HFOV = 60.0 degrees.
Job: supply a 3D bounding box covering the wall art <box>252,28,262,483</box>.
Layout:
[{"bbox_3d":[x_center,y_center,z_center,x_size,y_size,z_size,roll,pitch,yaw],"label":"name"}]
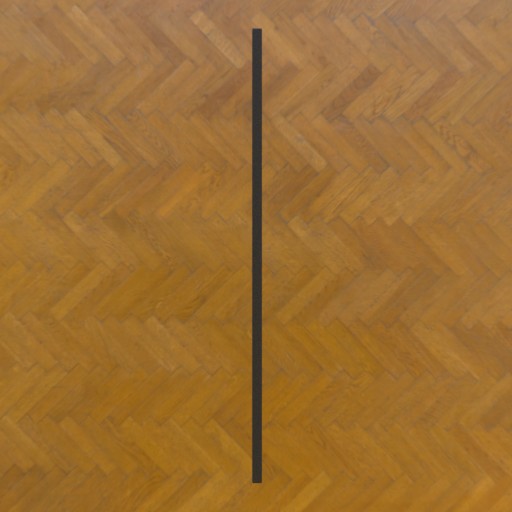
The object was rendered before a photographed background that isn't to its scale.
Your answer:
[{"bbox_3d":[0.000,0.000,0.825,0.012,0.558,0.562,0,90,0],"label":"wall art"}]
